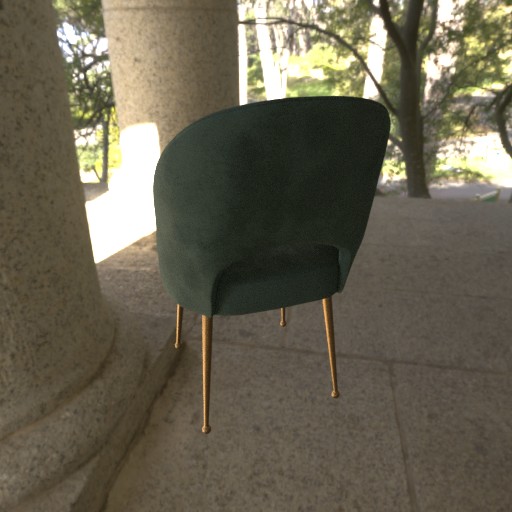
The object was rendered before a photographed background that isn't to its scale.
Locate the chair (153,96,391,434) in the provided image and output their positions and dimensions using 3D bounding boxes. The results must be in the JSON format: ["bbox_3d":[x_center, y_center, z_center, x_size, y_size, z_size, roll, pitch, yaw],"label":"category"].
[{"bbox_3d":[0.000,0.000,1.189,0.527,0.860,0.577,-9,27,-18],"label":"chair"}]
